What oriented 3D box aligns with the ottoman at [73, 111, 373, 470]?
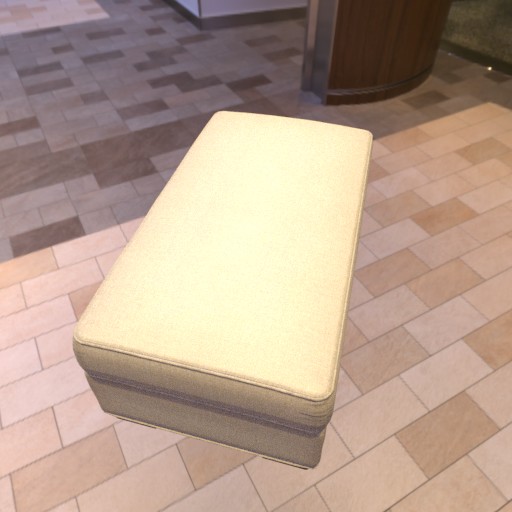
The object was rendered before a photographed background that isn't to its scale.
[{"bbox_3d":[0.000,0.000,1.431,0.617,0.461,1.097,11,47,10],"label":"ottoman"}]
